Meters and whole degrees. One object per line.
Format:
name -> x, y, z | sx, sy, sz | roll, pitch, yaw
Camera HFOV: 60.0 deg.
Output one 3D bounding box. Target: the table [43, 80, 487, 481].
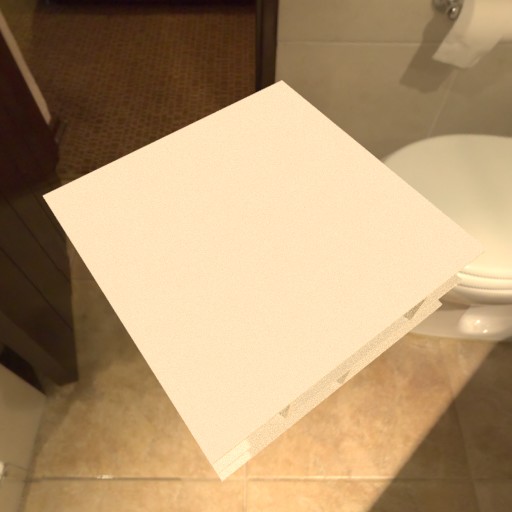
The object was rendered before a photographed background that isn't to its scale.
table -> 0.000, 0.000, 1.100 | 0.700, 0.289, 0.700 | -32, 63, -18
